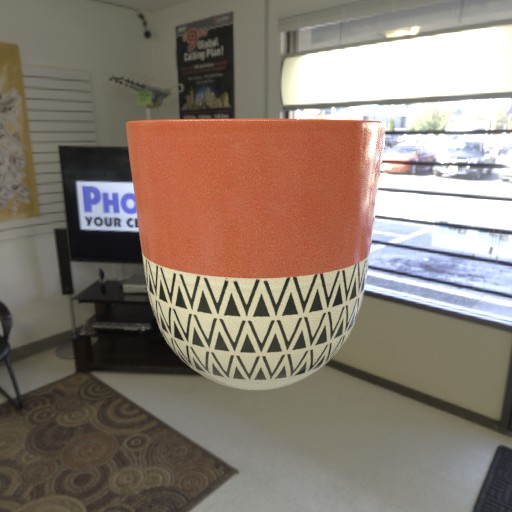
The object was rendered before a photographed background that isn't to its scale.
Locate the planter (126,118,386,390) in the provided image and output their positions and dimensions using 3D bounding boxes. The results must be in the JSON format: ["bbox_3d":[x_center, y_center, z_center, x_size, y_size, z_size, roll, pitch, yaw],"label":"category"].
[{"bbox_3d":[0.000,0.000,0.373,0.195,0.214,0.195,0,15,0],"label":"planter"}]
